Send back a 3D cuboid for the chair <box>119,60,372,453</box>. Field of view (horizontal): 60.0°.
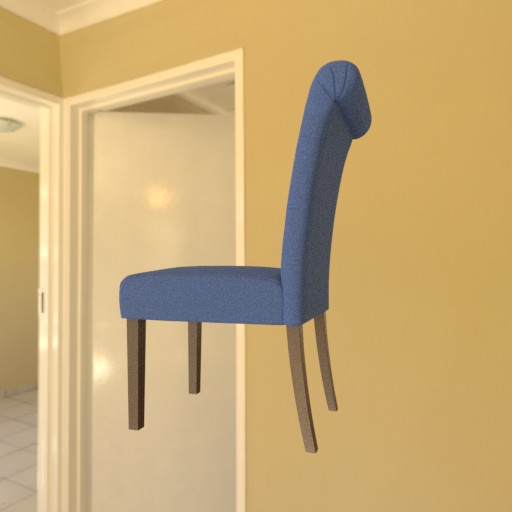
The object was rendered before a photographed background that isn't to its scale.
[{"bbox_3d":[0.000,0.000,1.373,0.671,1.006,0.456,0,-1,19],"label":"chair"}]
